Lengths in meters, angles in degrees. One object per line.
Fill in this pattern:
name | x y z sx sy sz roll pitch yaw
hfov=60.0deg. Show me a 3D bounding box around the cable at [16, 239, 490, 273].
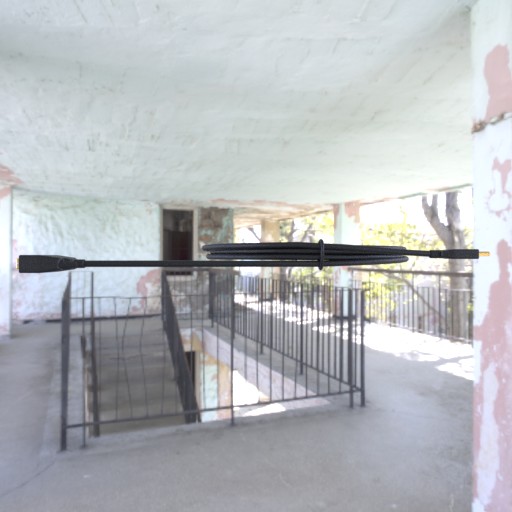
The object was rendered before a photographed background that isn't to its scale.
cable | 0.000 0.000 0.510 0.422 0.030 0.257 0 0 -1
